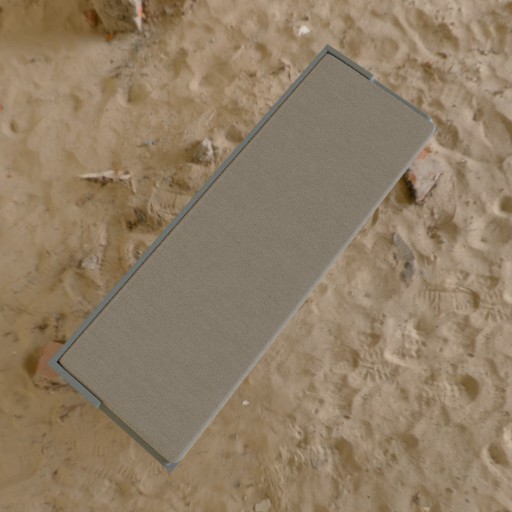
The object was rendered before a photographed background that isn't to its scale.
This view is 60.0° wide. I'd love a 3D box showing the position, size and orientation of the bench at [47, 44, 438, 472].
[{"bbox_3d":[0.000,0.000,1.367,0.398,0.501,1.140,38,80,8],"label":"bench"}]
